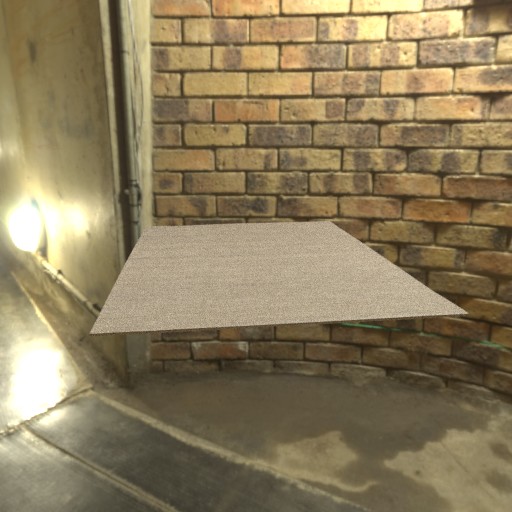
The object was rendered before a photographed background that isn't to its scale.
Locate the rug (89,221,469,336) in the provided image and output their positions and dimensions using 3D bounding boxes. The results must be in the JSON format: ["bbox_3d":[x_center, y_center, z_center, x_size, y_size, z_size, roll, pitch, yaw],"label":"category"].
[{"bbox_3d":[0.000,0.000,4.870,2.757,0.051,3.626,-2,16,-7],"label":"rug"}]
